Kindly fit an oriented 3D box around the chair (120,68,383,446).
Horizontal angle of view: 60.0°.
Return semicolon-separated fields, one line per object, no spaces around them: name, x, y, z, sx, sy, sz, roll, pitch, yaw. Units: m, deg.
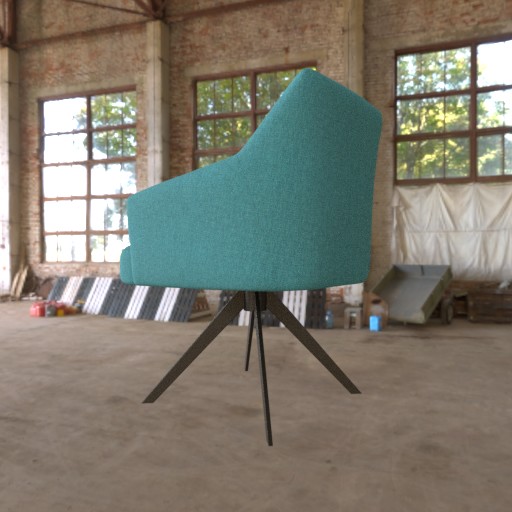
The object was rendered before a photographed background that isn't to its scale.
chair;0.000;0.000;1.360;0.677;0.874;0.642;0;1;38
